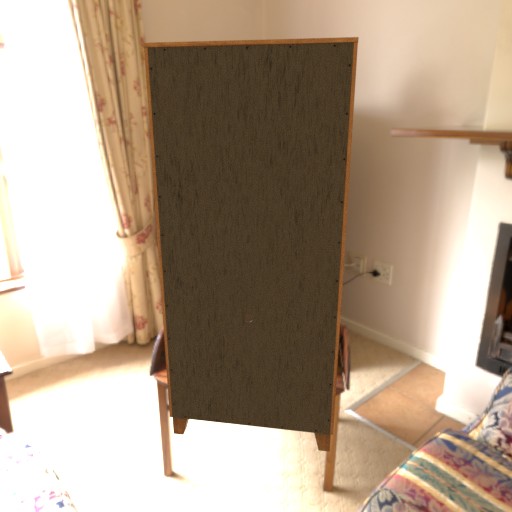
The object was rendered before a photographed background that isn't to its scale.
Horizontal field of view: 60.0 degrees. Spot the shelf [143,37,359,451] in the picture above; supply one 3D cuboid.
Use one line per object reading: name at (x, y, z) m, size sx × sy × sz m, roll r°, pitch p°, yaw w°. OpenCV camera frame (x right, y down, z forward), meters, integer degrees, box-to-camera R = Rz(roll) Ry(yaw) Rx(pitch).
shelf at (0.000, 0.000, 2.255) m, size 0.864 × 1.930 × 0.453 m, roll 3°, pitch 18°, yaw 9°
